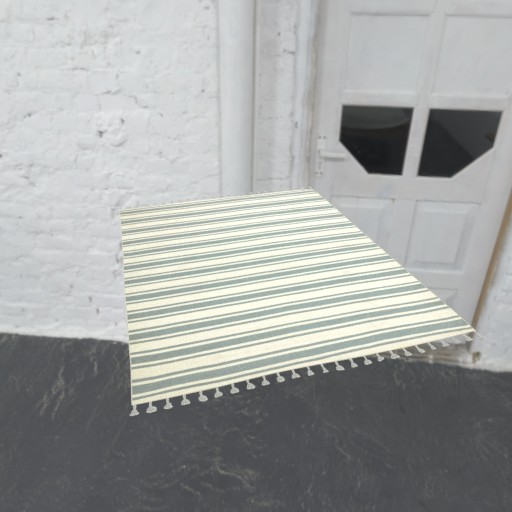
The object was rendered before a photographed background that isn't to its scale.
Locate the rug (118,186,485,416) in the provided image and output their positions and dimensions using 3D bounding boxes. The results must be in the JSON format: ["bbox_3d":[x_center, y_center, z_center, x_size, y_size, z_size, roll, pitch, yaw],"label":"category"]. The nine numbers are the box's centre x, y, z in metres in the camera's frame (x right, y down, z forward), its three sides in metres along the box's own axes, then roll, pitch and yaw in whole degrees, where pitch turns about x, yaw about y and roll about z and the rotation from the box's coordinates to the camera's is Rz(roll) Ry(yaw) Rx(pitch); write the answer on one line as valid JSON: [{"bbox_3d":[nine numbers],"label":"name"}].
[{"bbox_3d":[0.000,0.000,4.150,2.439,0.005,3.201,-8,30,-14],"label":"rug"}]
